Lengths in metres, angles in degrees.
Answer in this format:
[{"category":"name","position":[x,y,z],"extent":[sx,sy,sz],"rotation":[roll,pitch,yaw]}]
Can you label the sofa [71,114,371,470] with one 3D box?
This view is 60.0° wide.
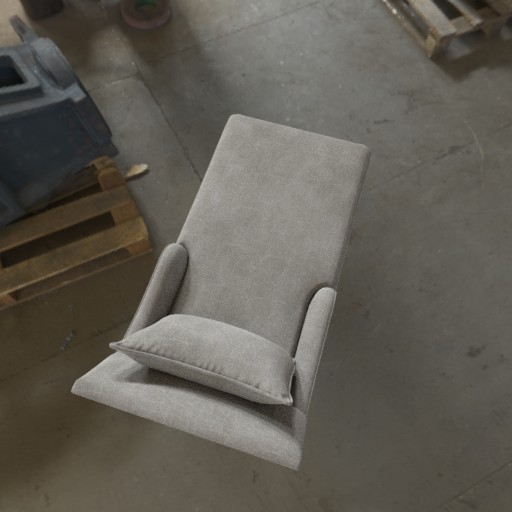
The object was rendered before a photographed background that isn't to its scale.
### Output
[{"category":"sofa","position":[0.000,0.000,2.269],"extent":[0.894,0.859,1.779],"rotation":[16,67,7]}]
